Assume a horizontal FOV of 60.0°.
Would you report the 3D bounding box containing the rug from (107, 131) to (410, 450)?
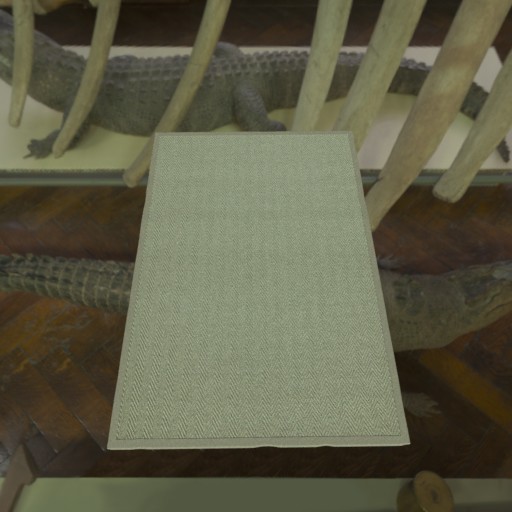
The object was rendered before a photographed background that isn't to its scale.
[{"bbox_3d":[0.000,0.000,2.851,1.540,0.021,2.290,-1,58,0],"label":"rug"}]
